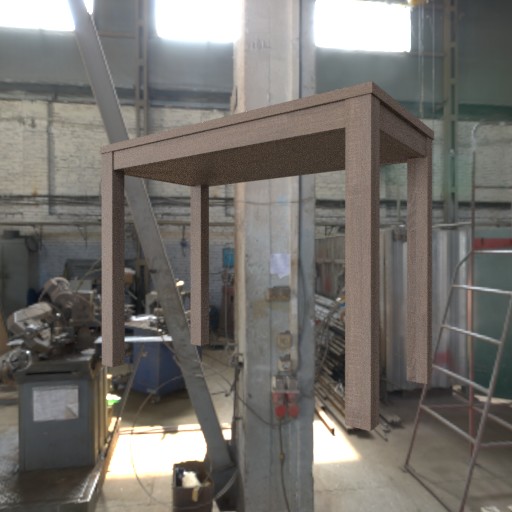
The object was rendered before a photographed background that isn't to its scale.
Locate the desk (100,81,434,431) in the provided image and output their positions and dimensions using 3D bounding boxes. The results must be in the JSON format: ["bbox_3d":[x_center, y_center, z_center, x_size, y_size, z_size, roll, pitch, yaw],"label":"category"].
[{"bbox_3d":[0.000,0.000,1.454,0.991,0.762,0.495,0,0,36],"label":"desk"}]
